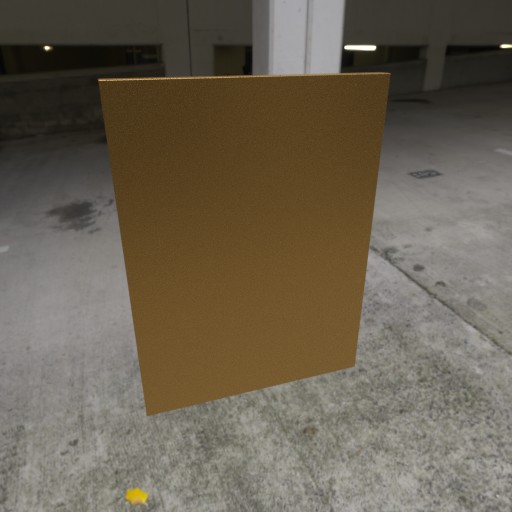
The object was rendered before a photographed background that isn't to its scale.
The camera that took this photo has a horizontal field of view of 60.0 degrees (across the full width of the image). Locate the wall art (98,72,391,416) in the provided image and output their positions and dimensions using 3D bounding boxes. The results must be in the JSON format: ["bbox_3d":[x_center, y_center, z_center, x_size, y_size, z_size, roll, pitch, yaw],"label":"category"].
[{"bbox_3d":[0.000,0.000,1.076,0.610,0.812,0.038,-8,27,-17],"label":"wall art"}]
